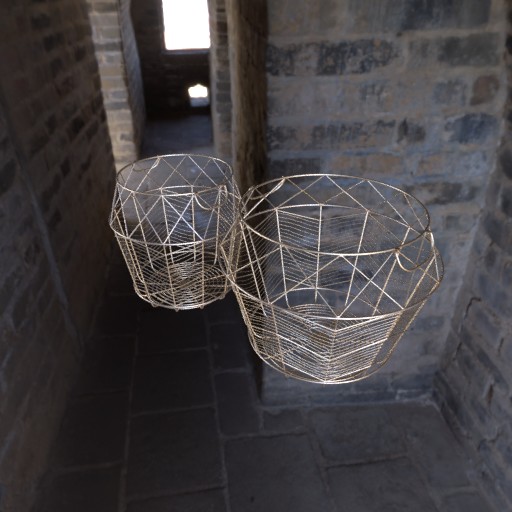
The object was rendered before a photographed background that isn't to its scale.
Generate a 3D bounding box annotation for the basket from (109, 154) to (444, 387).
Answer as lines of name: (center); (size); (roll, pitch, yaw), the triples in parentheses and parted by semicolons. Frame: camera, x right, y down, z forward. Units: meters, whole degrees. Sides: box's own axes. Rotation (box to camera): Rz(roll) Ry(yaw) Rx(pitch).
basket: (0.000, 0.000, 1.035); (0.805, 0.343, 0.451); (19, 36, 28)
